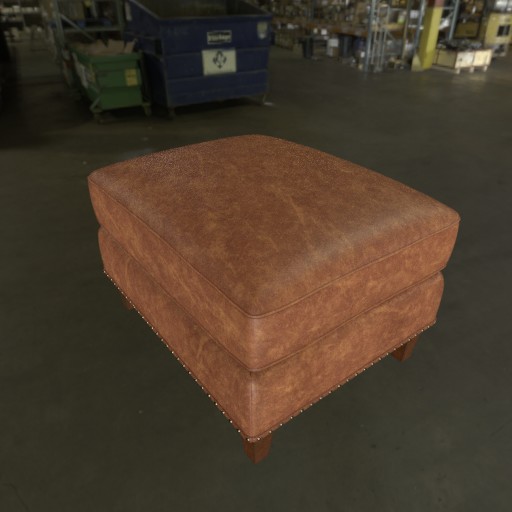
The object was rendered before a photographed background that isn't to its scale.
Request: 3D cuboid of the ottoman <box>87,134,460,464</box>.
[{"bbox_3d":[0.000,0.000,1.140,0.586,0.486,0.742,-21,37,-31],"label":"ottoman"}]
